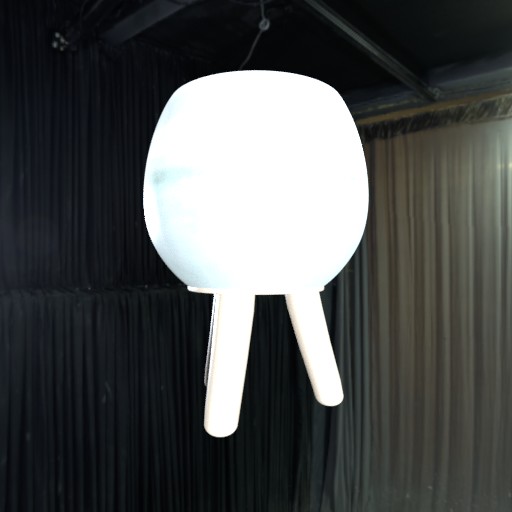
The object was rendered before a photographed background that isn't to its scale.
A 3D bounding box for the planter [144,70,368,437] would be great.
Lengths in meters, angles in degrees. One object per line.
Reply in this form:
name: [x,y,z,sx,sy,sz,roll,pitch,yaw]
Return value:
planter: [0.000,0.000,0.328,0.161,0.224,0.161,0,0,0]
